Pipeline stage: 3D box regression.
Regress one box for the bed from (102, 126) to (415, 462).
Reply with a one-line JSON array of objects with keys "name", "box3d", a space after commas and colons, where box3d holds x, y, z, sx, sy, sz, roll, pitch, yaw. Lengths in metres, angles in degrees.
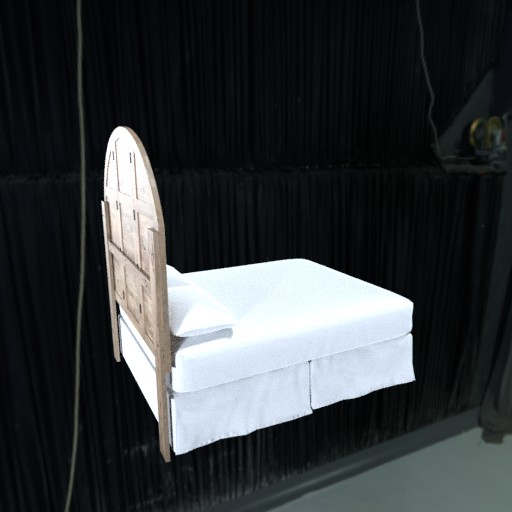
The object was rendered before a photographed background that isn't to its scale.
[{"name": "bed", "box3d": [0.000, 0.000, 3.641, 2.112, 2.002, 1.713, -7, 16, -27]}]
